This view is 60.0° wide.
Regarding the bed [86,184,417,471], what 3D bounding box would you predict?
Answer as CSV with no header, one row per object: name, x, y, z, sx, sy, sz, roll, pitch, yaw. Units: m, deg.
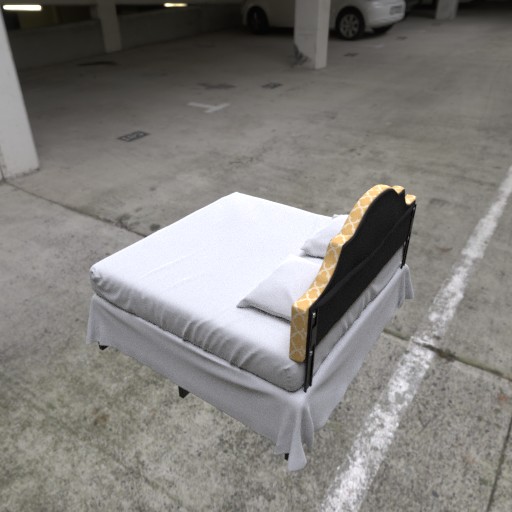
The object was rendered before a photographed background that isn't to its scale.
bed,0.000,0.000,3.771,2.222,1.601,2.314,19,35,30
